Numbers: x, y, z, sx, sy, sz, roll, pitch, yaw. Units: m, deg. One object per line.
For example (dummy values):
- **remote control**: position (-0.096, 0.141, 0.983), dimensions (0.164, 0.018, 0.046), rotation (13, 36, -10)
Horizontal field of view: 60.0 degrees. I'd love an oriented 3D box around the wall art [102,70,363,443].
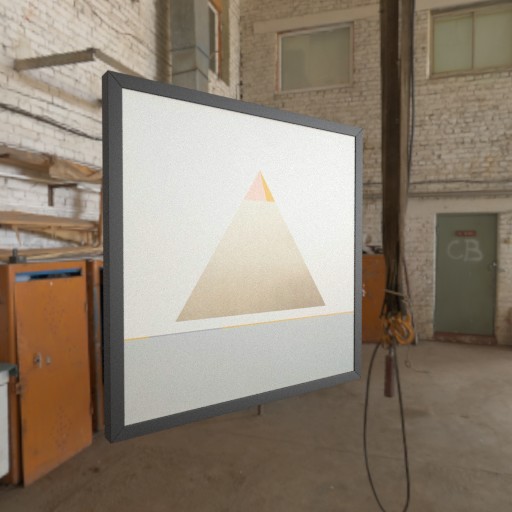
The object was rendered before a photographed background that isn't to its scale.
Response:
- **wall art**: position (0.000, 0.000, 0.766), dimensions (0.513, 0.511, 0.028), rotation (-1, 2, -36)
